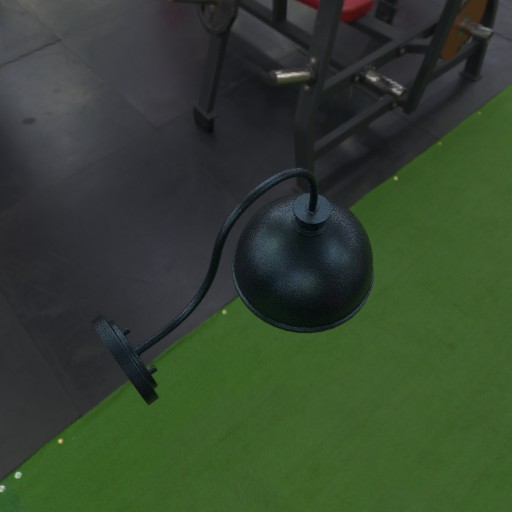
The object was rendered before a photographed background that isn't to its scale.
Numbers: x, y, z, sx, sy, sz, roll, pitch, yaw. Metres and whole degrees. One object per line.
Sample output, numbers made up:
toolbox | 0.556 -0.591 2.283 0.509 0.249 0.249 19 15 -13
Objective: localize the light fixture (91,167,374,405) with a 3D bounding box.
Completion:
light fixture | 0.000 0.000 0.640 0.467 0.295 0.253 -35 64 -20
